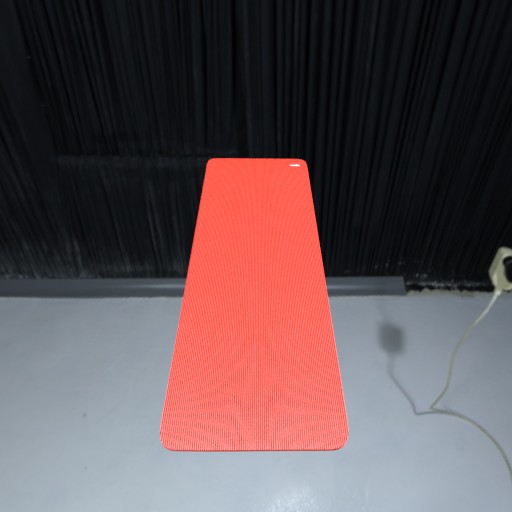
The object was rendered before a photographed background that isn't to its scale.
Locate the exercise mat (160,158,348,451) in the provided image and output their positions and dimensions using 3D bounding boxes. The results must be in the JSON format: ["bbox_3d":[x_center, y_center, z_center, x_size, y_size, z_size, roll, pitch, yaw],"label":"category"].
[{"bbox_3d":[0.000,0.000,2.104,0.616,0.021,1.869,0,41,0],"label":"exercise mat"}]
